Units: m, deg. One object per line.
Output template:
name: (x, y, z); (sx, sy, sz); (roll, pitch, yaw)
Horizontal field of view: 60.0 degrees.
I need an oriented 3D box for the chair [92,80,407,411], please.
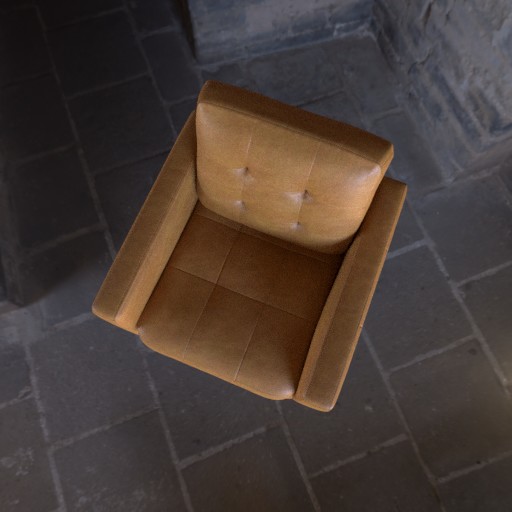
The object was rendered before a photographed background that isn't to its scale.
chair: (0.000, 0.000, 1.573); (0.831, 0.896, 0.868); (21, 74, 6)
